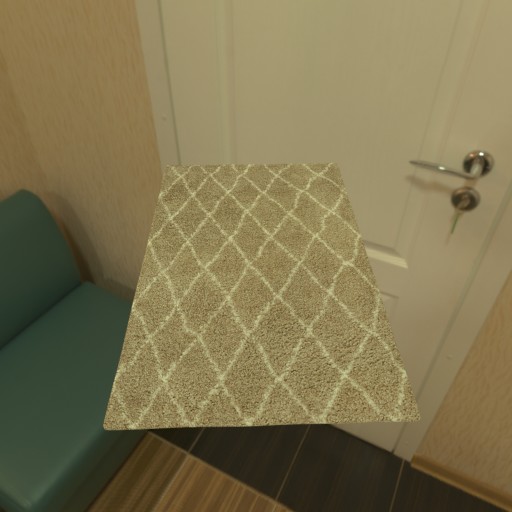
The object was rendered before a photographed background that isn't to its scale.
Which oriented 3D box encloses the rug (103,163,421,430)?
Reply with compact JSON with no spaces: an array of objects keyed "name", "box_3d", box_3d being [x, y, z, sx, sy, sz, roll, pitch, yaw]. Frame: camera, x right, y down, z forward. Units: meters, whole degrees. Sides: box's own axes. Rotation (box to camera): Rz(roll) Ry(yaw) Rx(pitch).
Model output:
[{"name":"rug","box_3d":[0.000,0.000,3.027,1.524,0.030,2.438,-1,42,-1]}]
